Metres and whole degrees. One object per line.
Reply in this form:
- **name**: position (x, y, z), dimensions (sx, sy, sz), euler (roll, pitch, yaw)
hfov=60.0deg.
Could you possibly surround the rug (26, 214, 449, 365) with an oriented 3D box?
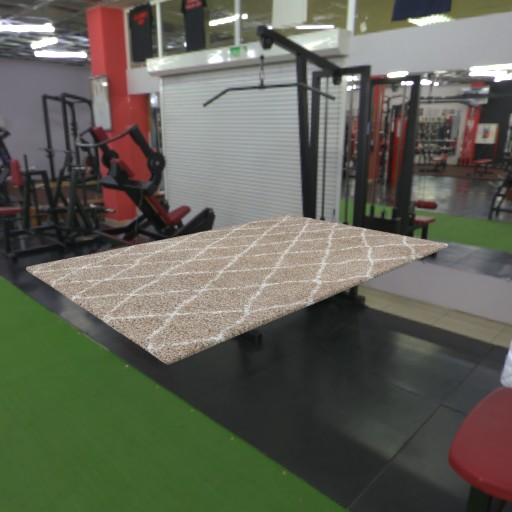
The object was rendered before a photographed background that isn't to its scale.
- **rug**: position (0.000, 0.000, 3.377), dimensions (2.743, 0.030, 1.778), euler (-15, 22, -42)
